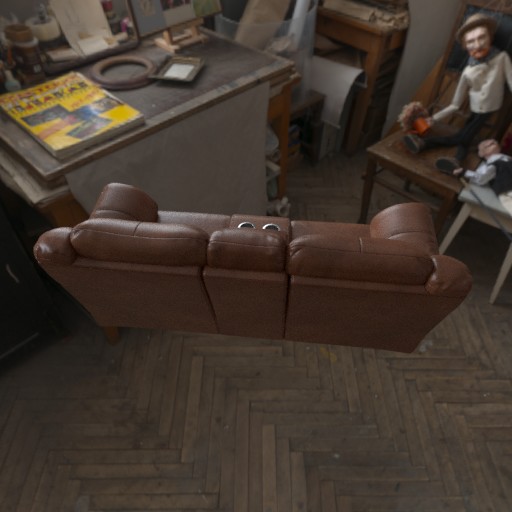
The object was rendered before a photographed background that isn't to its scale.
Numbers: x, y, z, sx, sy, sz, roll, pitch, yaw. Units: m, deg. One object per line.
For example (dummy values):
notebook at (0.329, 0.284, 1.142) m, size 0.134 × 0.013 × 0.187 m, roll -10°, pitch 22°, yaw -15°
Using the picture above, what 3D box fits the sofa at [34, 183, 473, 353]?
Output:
sofa at (0.000, 0.000, 2.558) m, size 2.058 × 1.043 × 0.991 m, roll 4°, pitch 47°, yaw 4°
